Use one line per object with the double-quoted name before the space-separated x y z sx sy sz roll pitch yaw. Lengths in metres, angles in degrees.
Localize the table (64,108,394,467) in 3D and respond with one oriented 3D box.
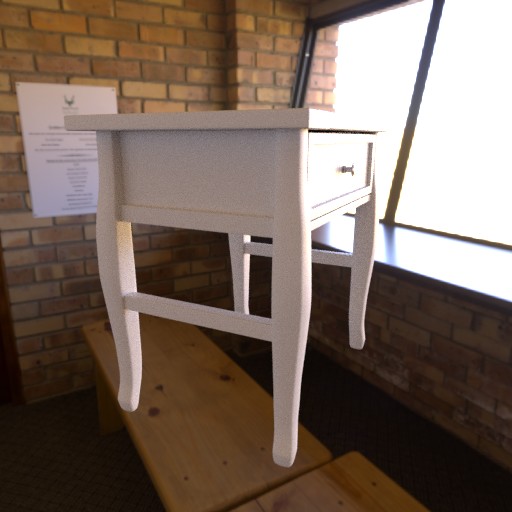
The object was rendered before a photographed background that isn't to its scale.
"table" 0.000 0.000 1.019 0.463 0.605 0.599 7 17 26
